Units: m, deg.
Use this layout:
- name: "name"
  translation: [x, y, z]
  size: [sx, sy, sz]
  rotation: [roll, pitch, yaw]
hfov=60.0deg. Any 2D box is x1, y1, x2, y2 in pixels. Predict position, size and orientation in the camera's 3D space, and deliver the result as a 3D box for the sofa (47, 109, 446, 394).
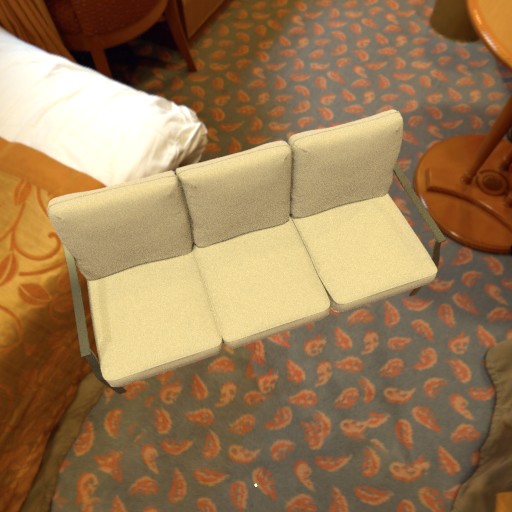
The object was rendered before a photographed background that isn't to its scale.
- name: "sofa"
  translation: [0.000, 0.000, 2.218]
  size: [1.740, 0.860, 0.787]
  rotation: [-17, 64, -9]
